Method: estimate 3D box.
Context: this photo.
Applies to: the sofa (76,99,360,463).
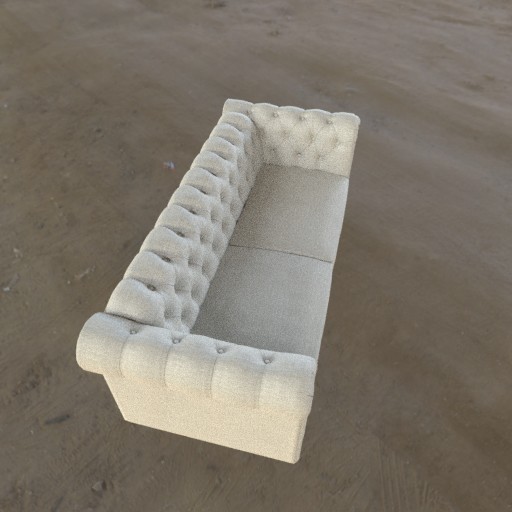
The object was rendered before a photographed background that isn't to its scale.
[{"bbox_3d":[0.000,0.000,2.206,0.783,0.797,1.798,10,46,10],"label":"sofa"}]
